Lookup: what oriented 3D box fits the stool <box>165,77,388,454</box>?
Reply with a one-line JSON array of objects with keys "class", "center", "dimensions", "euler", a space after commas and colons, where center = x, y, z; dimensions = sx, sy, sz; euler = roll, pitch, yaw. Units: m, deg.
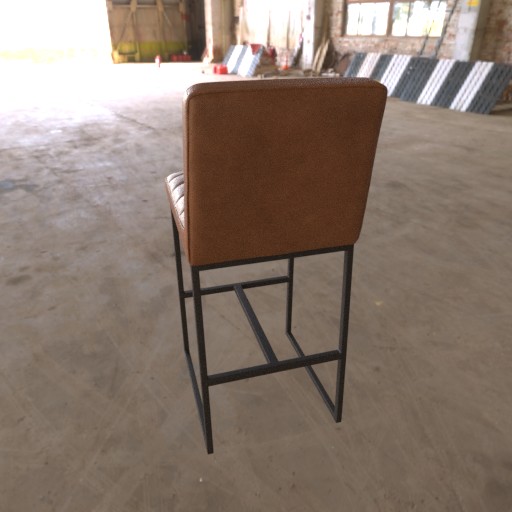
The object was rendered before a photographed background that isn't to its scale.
[{"class": "stool", "center": [0.000, 0.000, 1.335], "dimensions": [0.458, 1.040, 0.556], "euler": [-8, 29, -14]}]
